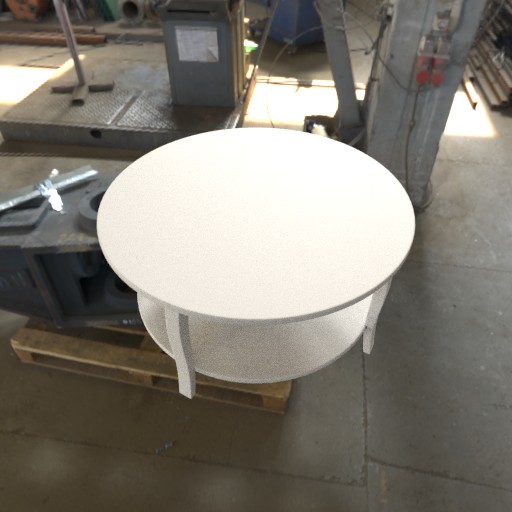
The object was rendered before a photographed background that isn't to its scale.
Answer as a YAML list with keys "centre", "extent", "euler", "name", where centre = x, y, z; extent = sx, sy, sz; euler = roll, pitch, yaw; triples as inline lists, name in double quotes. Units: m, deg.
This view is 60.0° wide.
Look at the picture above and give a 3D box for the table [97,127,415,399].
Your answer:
- centre: [0.000, 0.000, 1.463]
  extent: [0.910, 0.457, 0.910]
  euler: [0, 43, 0]
  name: "table"
